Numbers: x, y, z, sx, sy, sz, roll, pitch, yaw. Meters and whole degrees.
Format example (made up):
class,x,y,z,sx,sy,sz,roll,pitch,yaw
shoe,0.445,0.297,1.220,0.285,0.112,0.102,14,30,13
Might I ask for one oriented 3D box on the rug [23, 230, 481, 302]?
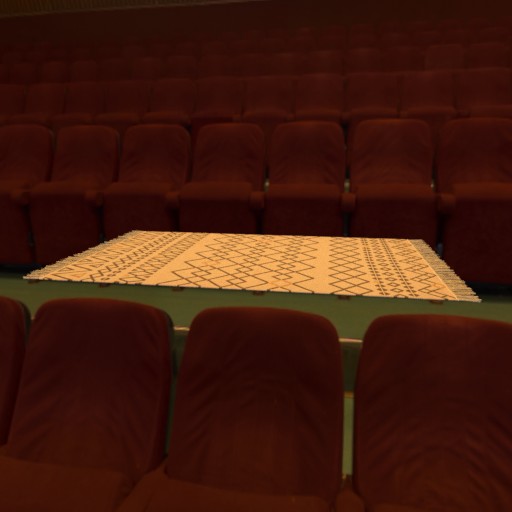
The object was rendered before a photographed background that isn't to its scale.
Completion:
class,x,y,z,sx,sy,sz,roll,pitch,yaw
rug,0.000,0.000,2.485,2.023,0.028,1.224,2,14,9
